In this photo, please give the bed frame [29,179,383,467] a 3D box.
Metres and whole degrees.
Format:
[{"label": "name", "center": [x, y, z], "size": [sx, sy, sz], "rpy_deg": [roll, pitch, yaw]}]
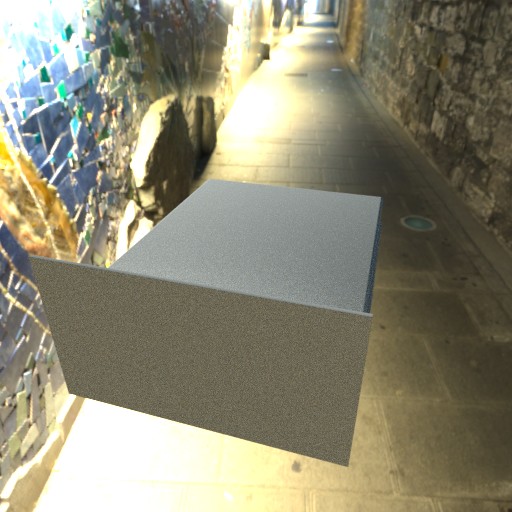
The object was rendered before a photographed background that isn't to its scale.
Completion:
[{"label": "bed frame", "center": [0.000, 0.000, 2.655], "size": [1.400, 0.800, 1.900], "rpy_deg": [9, 31, 15]}]
